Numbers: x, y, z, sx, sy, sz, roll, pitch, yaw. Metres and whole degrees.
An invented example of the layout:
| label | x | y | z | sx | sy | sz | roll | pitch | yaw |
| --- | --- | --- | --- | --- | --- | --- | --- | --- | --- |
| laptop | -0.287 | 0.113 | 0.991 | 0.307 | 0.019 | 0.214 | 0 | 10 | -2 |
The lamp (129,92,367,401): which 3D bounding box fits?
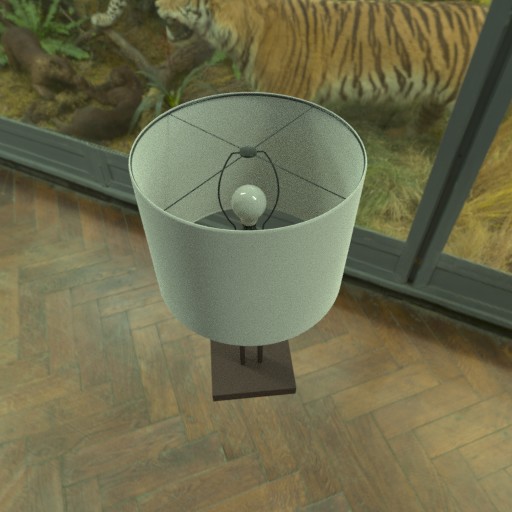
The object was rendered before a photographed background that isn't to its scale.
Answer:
| label | x | y | z | sx | sy | sz | roll | pitch | yaw |
| --- | --- | --- | --- | --- | --- | --- | --- | --- | --- |
| lamp | 0.000 | 0.000 | 0.974 | 0.396 | 0.668 | 0.525 | -4 | 48 | -4 |
